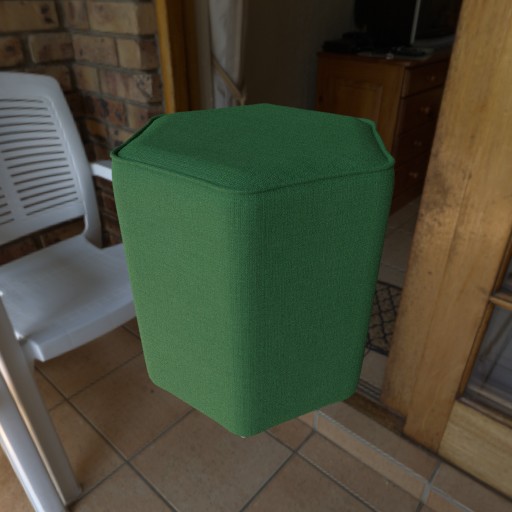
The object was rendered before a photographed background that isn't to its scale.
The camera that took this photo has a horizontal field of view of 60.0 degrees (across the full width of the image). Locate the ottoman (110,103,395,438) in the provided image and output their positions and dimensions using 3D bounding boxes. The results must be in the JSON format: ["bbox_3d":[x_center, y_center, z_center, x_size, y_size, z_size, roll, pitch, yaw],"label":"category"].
[{"bbox_3d":[0.000,0.000,0.889,0.499,0.507,0.444,20,36,30],"label":"ottoman"}]
